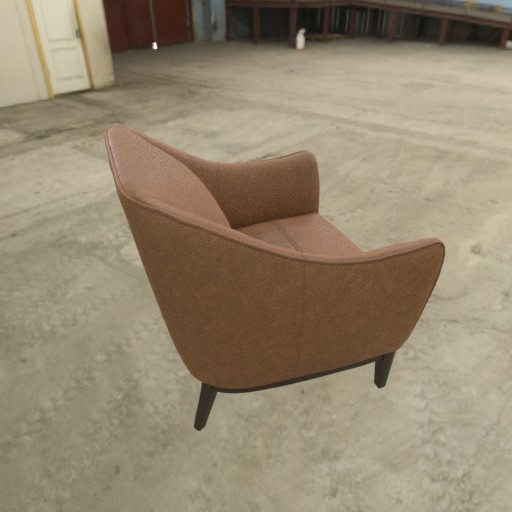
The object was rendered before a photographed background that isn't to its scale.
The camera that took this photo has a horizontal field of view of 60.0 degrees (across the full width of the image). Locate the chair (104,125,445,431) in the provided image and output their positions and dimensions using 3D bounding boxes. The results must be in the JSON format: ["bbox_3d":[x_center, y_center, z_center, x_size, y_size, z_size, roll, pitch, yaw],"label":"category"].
[{"bbox_3d":[0.000,0.000,1.532,0.852,0.830,0.871,-11,33,-17],"label":"chair"}]
